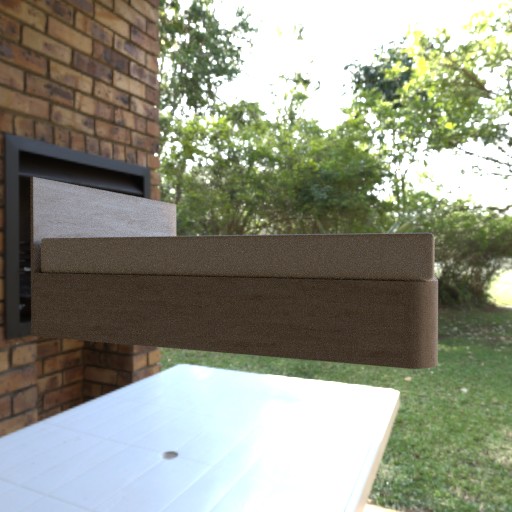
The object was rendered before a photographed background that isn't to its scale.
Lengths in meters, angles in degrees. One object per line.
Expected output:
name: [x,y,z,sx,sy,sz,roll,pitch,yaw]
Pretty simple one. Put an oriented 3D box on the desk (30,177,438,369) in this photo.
desk: [0.000,0.000,2.560,1.900,0.800,1.400,0,1,20]
